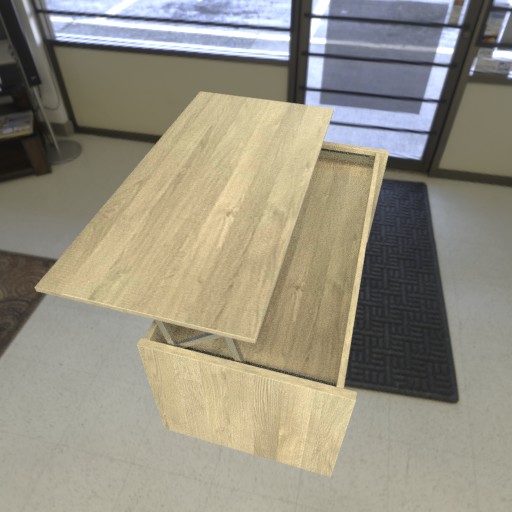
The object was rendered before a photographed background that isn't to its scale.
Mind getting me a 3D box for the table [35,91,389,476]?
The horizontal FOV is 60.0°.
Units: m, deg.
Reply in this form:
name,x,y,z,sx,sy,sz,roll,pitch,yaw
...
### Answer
name,x,y,z,sx,sy,sz,roll,pitch,yaw
table,0.000,0.000,1.430,0.712,0.570,1.000,11,46,11
